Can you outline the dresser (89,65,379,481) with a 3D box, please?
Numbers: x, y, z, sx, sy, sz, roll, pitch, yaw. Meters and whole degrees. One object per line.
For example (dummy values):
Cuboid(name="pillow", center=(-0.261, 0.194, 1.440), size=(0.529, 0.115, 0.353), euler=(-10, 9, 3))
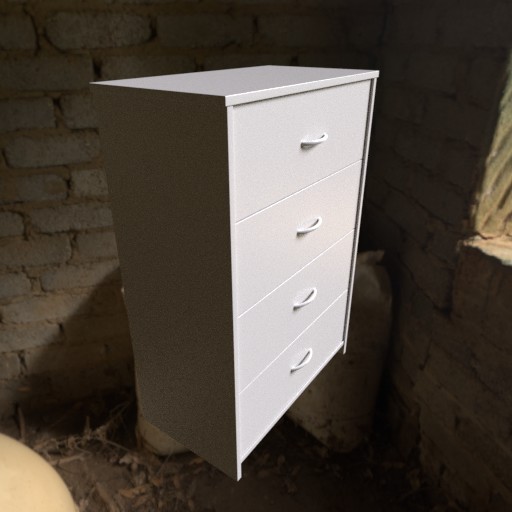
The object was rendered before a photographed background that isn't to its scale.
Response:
Cuboid(name="dresser", center=(0.000, 0.000, 1.353), size=(0.401, 1.021, 0.704), euler=(18, 32, 31))
